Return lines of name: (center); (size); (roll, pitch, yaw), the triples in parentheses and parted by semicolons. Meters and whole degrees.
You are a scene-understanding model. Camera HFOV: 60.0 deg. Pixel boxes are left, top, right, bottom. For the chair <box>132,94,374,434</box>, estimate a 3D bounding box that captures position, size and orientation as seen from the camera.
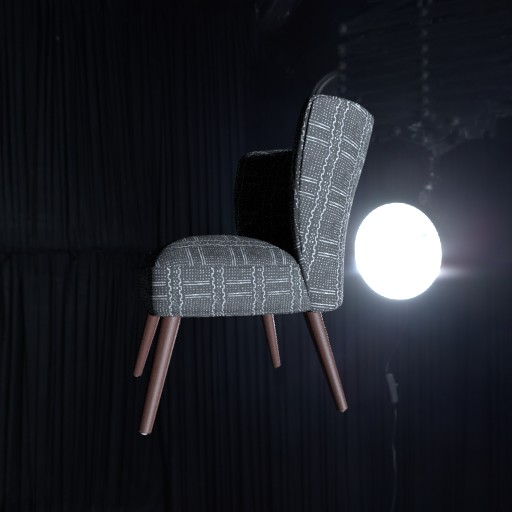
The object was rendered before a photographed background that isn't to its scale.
chair: (0.000, 0.000, 1.441); (0.758, 0.866, 0.710); (0, -1, -17)
